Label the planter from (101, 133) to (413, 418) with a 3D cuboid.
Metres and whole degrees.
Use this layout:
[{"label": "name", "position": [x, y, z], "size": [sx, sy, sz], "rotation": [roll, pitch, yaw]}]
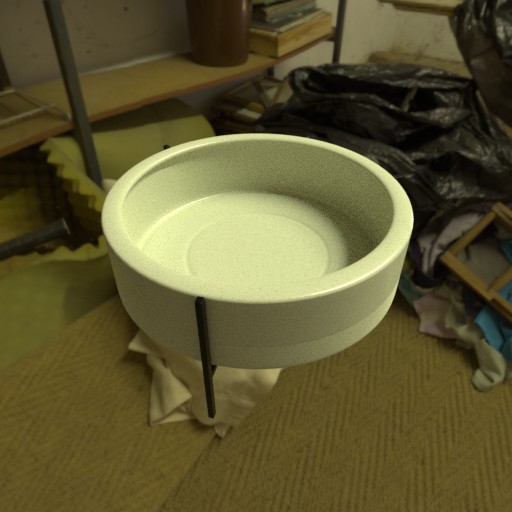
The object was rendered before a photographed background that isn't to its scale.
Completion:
[{"label": "planter", "position": [0.000, 0.000, 0.541], "size": [0.336, 0.171, 0.345], "rotation": [10, 40, 12]}]
